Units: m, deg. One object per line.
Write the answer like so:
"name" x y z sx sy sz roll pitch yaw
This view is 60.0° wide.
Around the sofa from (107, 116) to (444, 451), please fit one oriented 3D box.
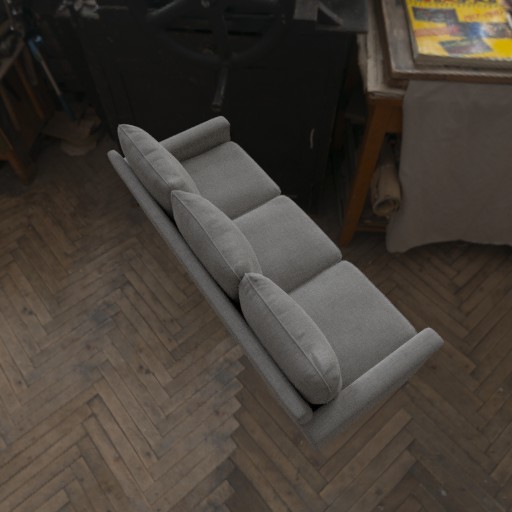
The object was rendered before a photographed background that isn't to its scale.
"sofa" 0.000 0.000 2.452 0.828 0.959 1.925 -30 62 -18
